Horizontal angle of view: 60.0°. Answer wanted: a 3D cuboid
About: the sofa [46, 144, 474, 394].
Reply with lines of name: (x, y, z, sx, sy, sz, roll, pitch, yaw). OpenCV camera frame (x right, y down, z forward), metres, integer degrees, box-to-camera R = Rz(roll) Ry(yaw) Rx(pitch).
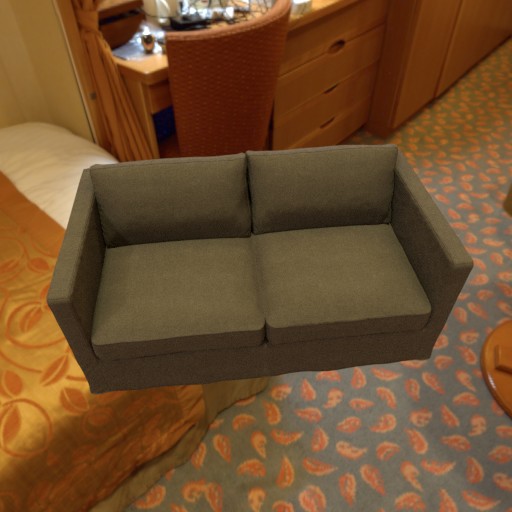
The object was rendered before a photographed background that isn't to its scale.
sofa: (0.000, 0.000, 2.327, 1.802, 0.854, 0.974, -5, 45, -5)
